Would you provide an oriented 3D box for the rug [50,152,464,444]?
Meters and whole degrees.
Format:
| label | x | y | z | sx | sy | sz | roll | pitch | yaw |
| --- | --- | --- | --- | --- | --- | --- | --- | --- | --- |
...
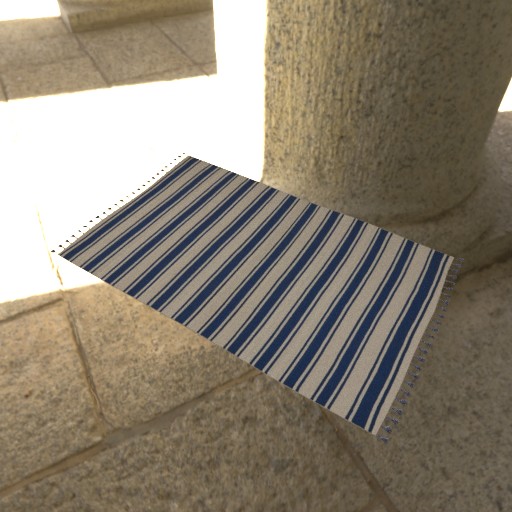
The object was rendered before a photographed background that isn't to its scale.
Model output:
| label | x | y | z | sx | sy | sz | roll | pitch | yaw |
| --- | --- | --- | --- | --- | --- | --- | --- | --- | --- |
| rug | 0.000 | 0.000 | 2.588 | 2.108 | 0.009 | 1.248 | 25 | 51 | 22 |
